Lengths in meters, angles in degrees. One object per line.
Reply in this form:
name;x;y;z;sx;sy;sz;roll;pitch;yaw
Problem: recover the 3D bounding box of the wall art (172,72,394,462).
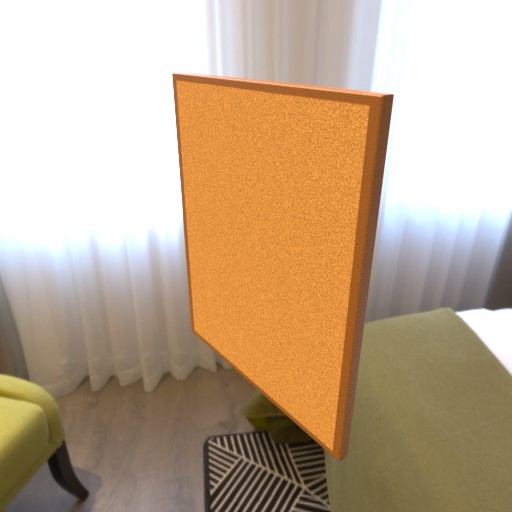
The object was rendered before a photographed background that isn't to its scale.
wall art;0.000;0.000;0.513;0.015;0.379;0.310;-19;32;-34
